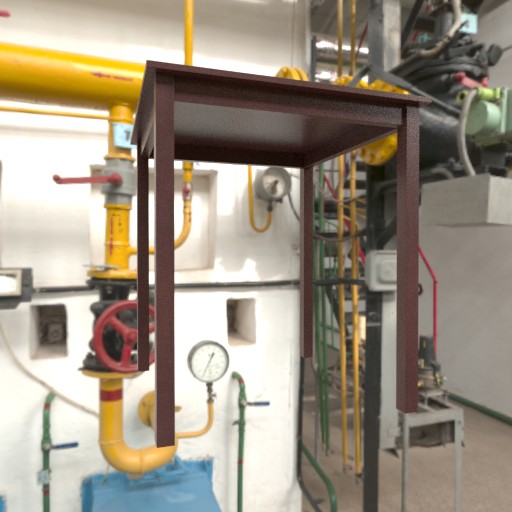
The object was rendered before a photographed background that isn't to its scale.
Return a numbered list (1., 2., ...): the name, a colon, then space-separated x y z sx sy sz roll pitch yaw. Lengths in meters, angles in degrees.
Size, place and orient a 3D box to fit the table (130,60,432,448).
1. table: 0.000 0.000 1.653 0.861 0.991 0.861 0 1 -18
